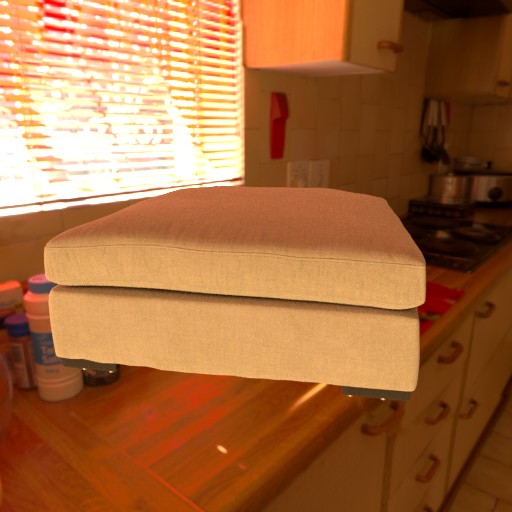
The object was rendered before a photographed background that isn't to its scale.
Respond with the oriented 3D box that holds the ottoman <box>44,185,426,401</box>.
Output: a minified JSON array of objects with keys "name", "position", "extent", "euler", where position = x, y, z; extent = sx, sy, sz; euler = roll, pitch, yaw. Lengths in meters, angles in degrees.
[{"name":"ottoman","position":[0.000,0.000,1.843],"extent":[1.171,0.517,1.203],"euler":[3,16,10]}]
